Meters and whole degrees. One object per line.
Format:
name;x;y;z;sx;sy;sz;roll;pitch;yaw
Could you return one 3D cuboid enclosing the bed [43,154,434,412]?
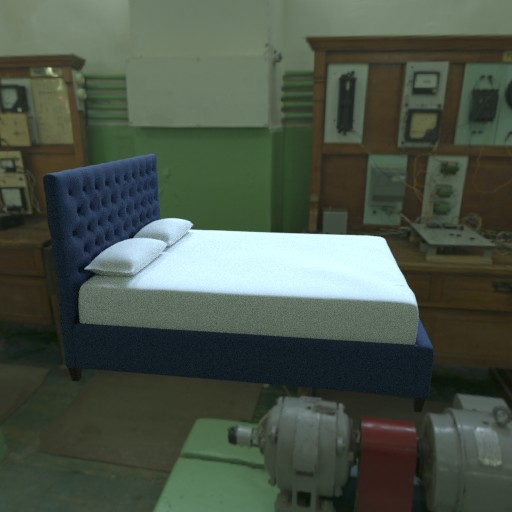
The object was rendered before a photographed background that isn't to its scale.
bed;0.000;0.000;3.474;2.387;1.427;1.706;3;17;8
